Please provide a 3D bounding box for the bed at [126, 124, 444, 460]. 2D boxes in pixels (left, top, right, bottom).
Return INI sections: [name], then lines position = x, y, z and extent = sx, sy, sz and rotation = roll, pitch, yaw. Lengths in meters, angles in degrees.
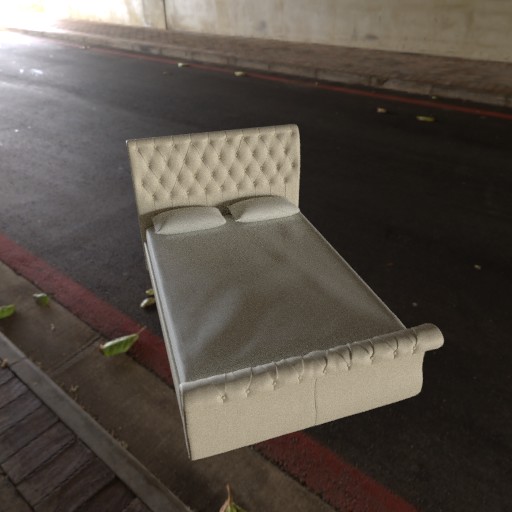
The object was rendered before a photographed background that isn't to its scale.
[bed]
position = 0.000, 0.000, 3.455
extent = 1.606, 1.268, 2.493
rotation = -10, 34, -15
